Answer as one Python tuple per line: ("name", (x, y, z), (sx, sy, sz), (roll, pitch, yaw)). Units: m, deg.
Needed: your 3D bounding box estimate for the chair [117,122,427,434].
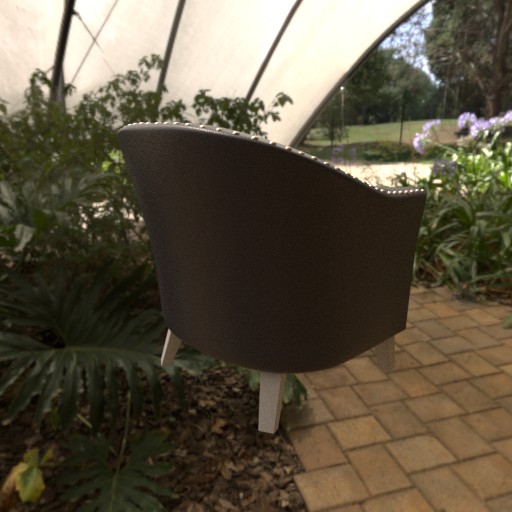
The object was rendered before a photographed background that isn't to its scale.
("chair", (0.000, 0.000, 1.432), (0.748, 0.823, 0.794), (-15, 22, -42))
